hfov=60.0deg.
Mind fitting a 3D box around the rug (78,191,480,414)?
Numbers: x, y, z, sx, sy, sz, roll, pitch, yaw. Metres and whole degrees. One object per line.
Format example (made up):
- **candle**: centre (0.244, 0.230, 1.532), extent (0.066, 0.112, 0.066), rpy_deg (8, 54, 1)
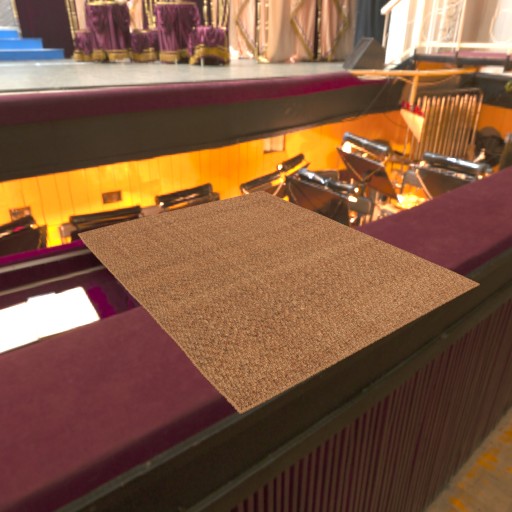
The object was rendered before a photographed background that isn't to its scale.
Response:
- **rug**: centre (0.000, 0.000, 4.157), extent (2.439, 0.013, 3.048), rpy_deg (-18, 32, -32)
